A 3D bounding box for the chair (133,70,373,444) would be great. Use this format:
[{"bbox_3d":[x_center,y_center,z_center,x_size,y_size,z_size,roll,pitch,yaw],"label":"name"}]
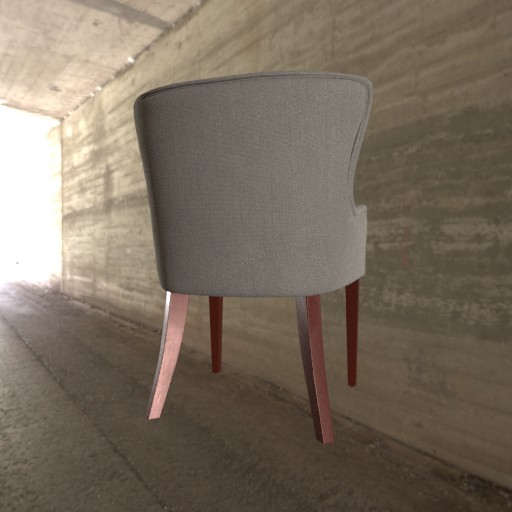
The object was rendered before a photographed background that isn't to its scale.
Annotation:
[{"bbox_3d":[0.000,0.000,1.410,0.732,0.948,0.677,0,1,19],"label":"chair"}]
